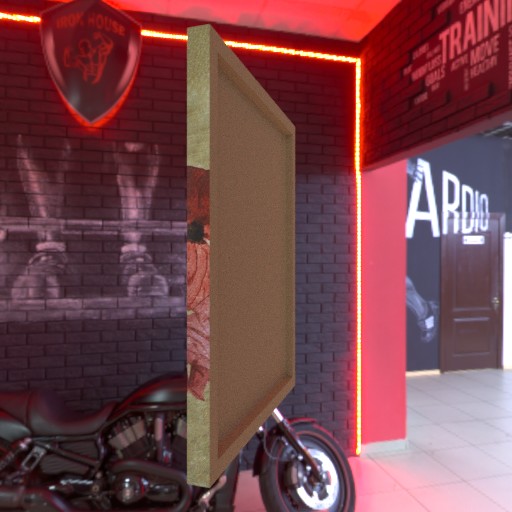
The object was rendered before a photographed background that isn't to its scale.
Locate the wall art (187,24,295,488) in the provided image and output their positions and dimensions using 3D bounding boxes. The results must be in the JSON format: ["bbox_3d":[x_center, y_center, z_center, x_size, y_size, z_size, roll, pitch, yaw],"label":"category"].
[{"bbox_3d":[0.000,0.000,0.681,0.028,0.508,0.406,0,0,18],"label":"wall art"}]
